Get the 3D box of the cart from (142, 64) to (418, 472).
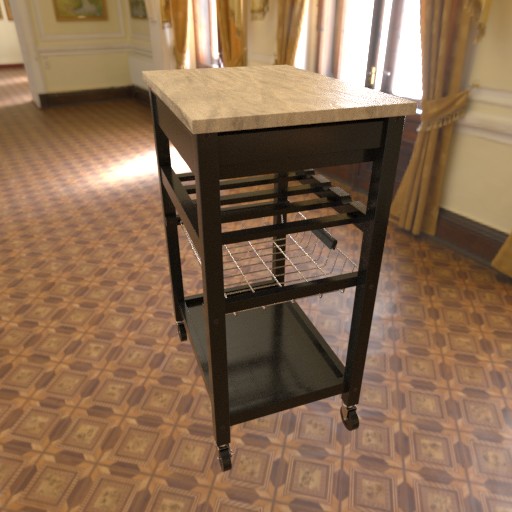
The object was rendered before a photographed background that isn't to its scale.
[{"bbox_3d":[0.000,0.000,1.147,0.403,0.839,0.584,-10,31,-17],"label":"cart"}]
